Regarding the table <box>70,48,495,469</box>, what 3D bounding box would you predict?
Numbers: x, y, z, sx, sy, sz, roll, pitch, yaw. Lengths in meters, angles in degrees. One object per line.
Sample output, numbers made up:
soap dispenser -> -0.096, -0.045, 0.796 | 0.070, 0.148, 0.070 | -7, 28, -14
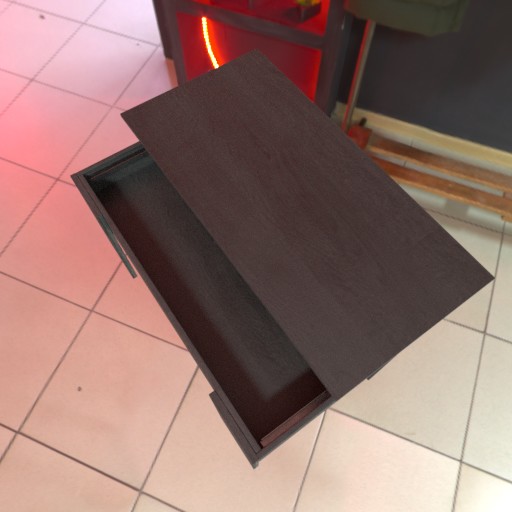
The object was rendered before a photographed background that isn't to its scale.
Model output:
table -> 0.000, 0.000, 1.416 | 0.711, 0.570, 1.000 | -32, 67, -15
